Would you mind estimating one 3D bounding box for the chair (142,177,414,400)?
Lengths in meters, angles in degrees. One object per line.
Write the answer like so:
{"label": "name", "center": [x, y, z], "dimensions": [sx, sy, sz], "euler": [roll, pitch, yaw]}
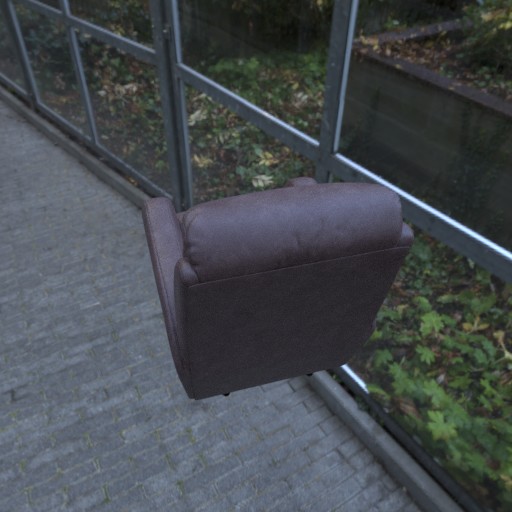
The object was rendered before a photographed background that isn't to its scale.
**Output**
{"label": "chair", "center": [0.000, 0.000, 1.835], "dimensions": [0.865, 1.067, 1.067], "euler": [-10, 41, -12]}
